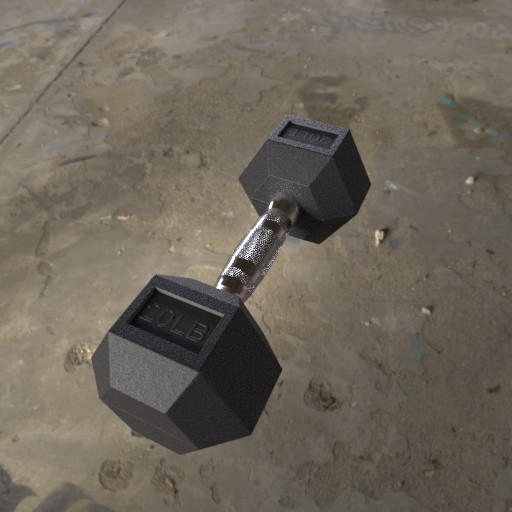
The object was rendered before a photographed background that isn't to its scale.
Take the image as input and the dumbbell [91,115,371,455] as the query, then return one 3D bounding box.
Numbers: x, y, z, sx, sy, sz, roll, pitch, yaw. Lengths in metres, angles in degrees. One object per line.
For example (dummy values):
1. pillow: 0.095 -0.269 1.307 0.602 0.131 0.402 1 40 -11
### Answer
1. dumbbell: 0.000 0.000 0.351 0.116 0.101 0.297 19 50 17
